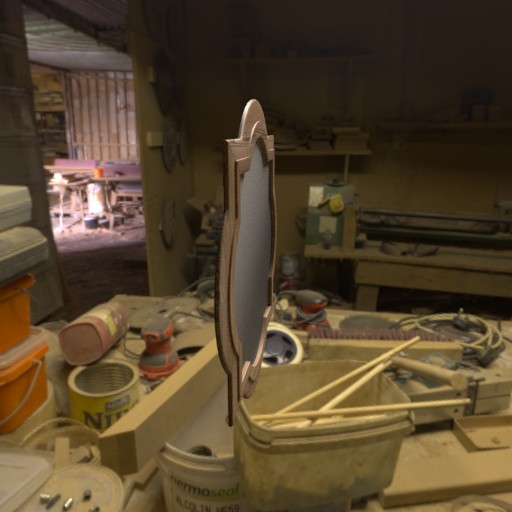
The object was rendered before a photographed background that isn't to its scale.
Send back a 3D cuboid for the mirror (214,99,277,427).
[{"bbox_3d":[0.000,0.000,1.056,0.019,0.686,0.686,3,16,10],"label":"mirror"}]
